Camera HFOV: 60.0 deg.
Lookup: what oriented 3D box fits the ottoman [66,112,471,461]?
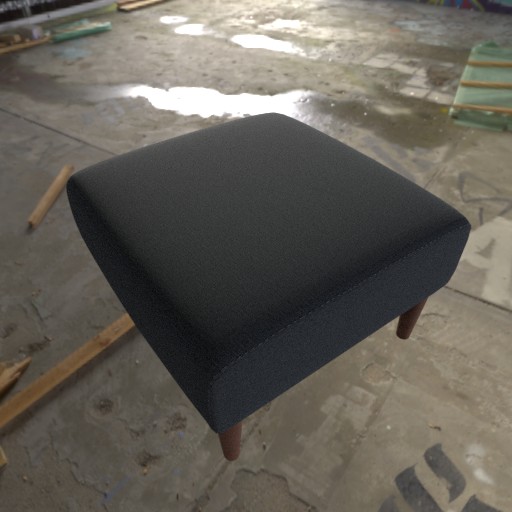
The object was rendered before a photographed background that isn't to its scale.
[{"bbox_3d":[0.000,0.000,1.043,0.649,0.398,0.650,-25,47,-26],"label":"ottoman"}]
